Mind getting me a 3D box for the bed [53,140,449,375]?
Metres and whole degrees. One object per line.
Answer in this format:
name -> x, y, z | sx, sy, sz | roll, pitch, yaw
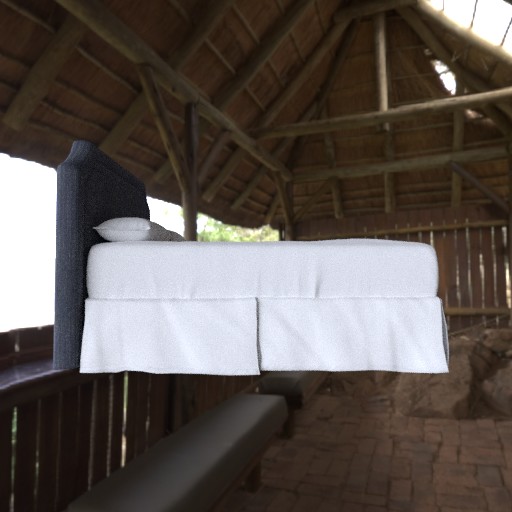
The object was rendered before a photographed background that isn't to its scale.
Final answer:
bed -> 0.000, 0.000, 3.139 | 2.116, 1.290, 1.693 | 0, -1, 0
